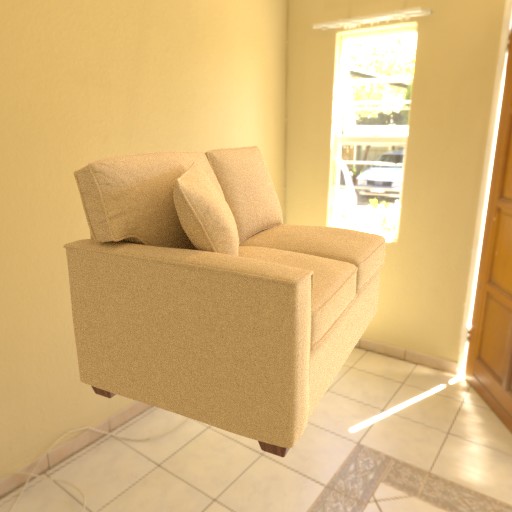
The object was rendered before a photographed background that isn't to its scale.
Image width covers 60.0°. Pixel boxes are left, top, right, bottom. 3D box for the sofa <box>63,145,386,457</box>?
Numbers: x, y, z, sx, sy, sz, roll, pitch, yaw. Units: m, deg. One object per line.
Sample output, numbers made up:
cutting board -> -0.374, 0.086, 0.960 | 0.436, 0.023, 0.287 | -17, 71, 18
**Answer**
sofa -> 0.000, 0.000, 2.114 | 0.991, 0.989, 1.388 | 8, 17, 26
